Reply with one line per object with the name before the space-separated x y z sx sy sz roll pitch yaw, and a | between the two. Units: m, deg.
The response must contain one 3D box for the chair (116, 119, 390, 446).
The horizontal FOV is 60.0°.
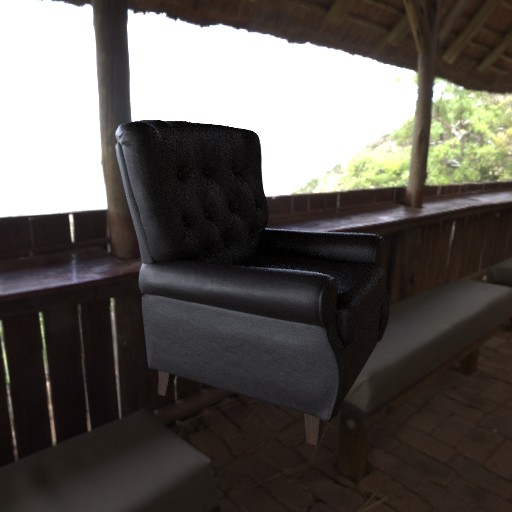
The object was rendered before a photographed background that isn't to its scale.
chair | 0.000 0.000 1.949 1.058 1.158 0.948 8 16 27
